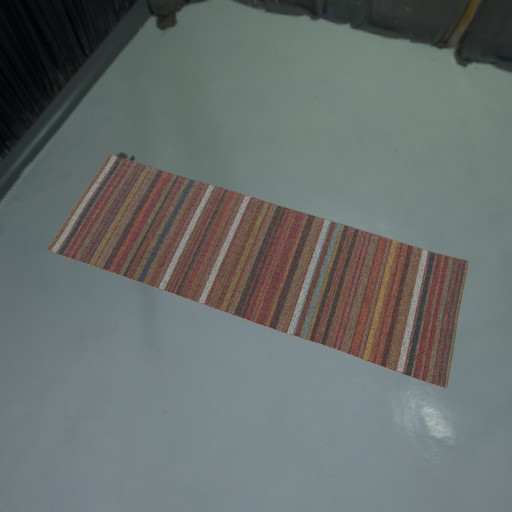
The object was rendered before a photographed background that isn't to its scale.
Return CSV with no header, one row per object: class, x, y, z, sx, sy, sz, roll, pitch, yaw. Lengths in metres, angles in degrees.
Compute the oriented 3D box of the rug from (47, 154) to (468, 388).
rug,0.000,0.000,2.698,2.444,0.030,0.799,18,65,9
